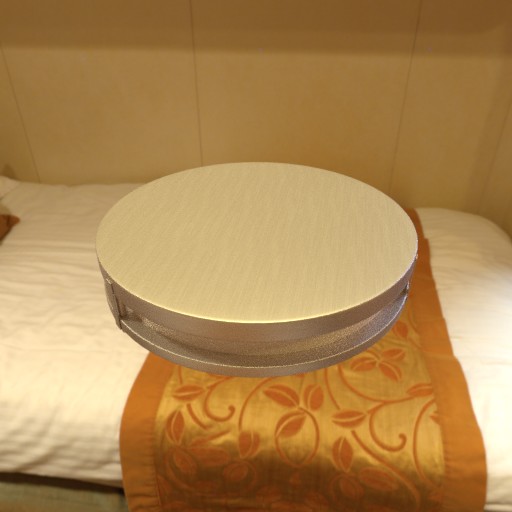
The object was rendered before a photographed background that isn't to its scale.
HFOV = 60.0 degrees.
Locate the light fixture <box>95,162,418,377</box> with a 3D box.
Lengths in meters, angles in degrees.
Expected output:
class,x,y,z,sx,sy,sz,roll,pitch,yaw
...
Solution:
class,x,y,z,sx,sy,sz,roll,pitch,yaw
light fixture,0.000,0.000,0.535,0.356,0.102,0.356,0,33,0
